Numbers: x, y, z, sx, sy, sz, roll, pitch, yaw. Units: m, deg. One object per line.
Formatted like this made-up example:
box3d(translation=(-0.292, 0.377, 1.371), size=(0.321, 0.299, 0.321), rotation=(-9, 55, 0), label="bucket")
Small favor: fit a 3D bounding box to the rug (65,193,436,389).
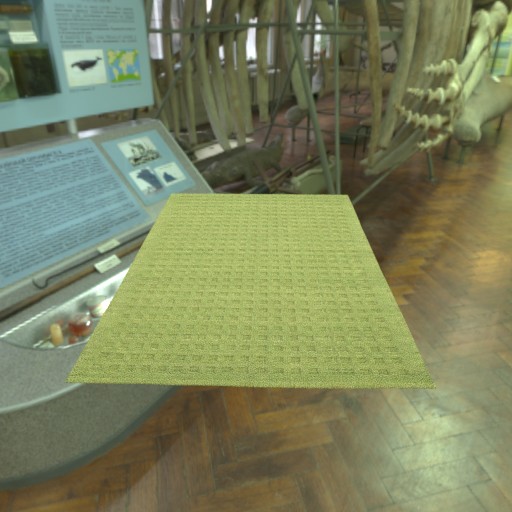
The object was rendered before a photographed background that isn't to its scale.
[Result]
box3d(translation=(0.000, 0.000, 2.827), size=(1.529, 0.007, 2.297), rotation=(1, 28, 1), label="rug")
